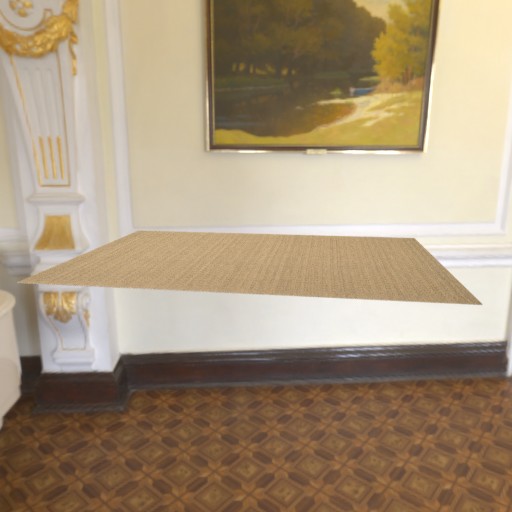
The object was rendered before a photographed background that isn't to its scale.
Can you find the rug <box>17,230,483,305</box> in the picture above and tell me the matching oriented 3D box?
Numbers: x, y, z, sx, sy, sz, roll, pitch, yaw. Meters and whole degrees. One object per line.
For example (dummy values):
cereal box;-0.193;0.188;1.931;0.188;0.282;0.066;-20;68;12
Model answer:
rug;0.000;0.000;3.673;2.895;0.006;1.981;2;13;8
